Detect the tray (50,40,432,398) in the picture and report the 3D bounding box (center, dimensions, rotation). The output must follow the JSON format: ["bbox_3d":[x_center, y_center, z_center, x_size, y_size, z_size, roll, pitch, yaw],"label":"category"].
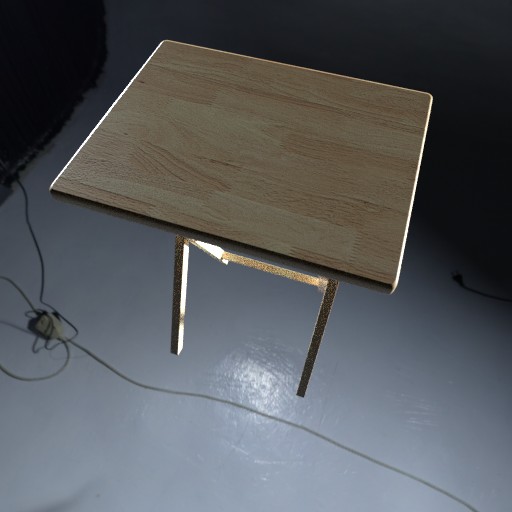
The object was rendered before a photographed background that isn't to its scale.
[{"bbox_3d":[0.000,0.000,0.944,0.483,0.660,0.381,16,59,10],"label":"tray"}]
